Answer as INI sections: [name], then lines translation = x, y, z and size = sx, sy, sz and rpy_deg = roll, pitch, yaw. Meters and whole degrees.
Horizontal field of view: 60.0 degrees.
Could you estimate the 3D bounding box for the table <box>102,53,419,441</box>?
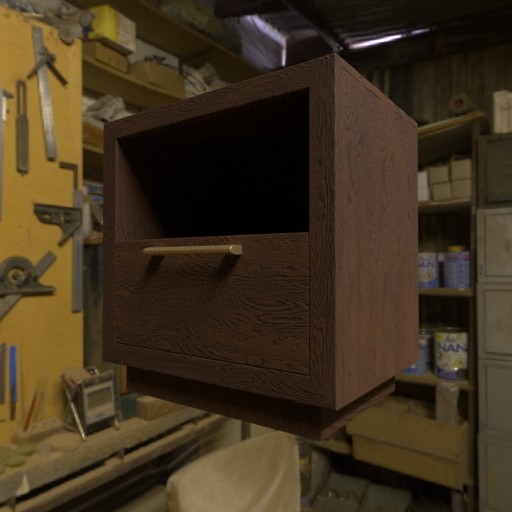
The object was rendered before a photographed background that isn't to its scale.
[table]
translation = 0.000, 0.000, 0.958
size = 0.560, 0.585, 0.439
rpy_deg = -1, -1, 36
